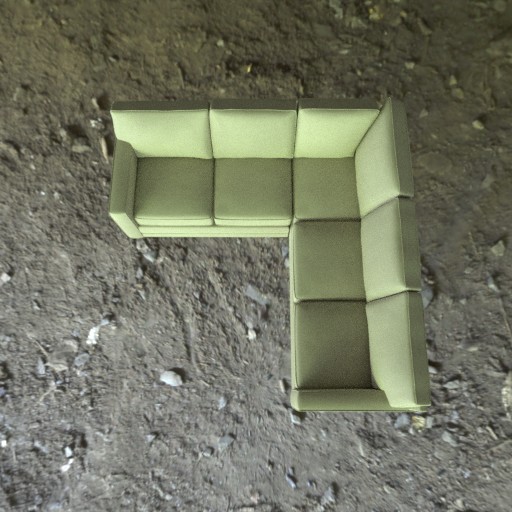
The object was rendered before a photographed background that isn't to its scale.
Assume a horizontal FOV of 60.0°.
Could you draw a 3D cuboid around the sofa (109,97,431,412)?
[{"bbox_3d":[0.000,0.000,3.310,2.182,0.939,2.189,0,74,0],"label":"sofa"}]
